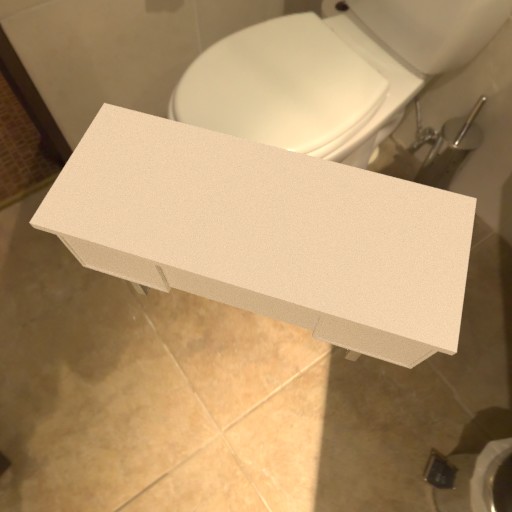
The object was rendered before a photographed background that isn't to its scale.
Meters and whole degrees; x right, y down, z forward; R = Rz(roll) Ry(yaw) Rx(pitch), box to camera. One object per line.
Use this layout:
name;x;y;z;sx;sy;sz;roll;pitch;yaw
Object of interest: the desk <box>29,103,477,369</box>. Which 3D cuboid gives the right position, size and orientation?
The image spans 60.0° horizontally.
desk;0.000;0.000;1.969;1.530;0.773;0.603;16;66;8
